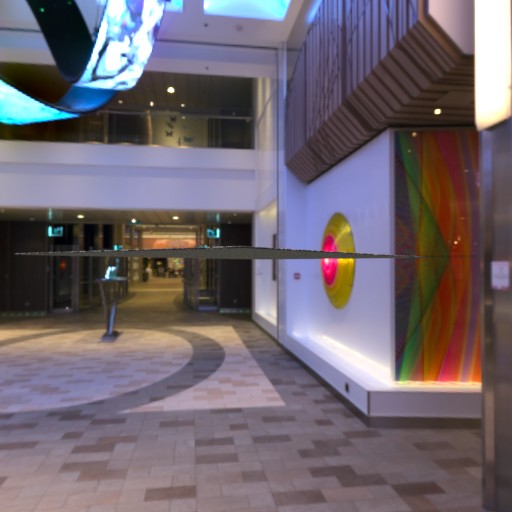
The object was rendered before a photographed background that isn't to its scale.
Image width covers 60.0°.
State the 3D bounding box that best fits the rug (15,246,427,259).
[{"bbox_3d":[0.000,0.000,2.274,1.219,0.005,1.828,-1,-2,36],"label":"rug"}]
